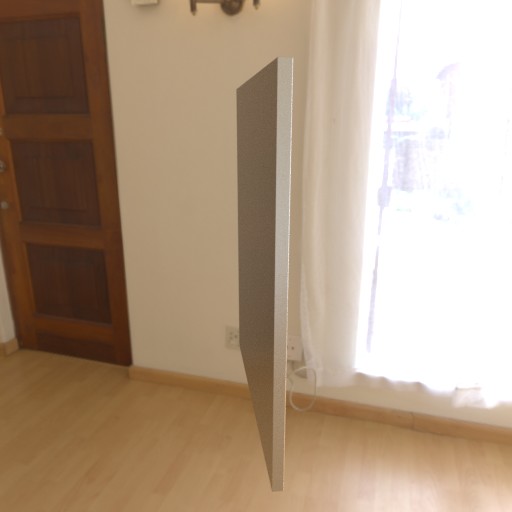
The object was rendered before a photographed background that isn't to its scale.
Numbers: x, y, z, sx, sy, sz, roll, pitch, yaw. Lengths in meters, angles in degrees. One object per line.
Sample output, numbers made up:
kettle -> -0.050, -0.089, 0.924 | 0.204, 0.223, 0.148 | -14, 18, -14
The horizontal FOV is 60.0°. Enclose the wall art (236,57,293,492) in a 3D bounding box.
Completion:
wall art -> 0.000, 0.000, 1.399 | 0.030, 1.046, 0.816 | -2, 17, -8
